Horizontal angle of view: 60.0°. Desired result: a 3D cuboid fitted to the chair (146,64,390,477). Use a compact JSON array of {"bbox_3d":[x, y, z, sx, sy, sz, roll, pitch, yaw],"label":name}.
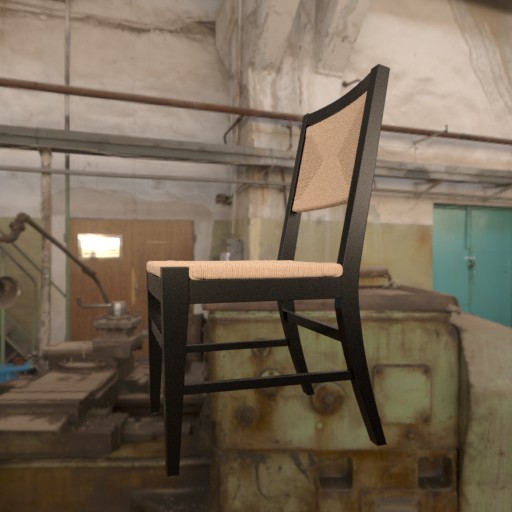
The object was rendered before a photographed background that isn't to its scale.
[{"bbox_3d":[0.000,0.000,1.198,0.552,0.927,0.437,0,1,-18],"label":"chair"}]
